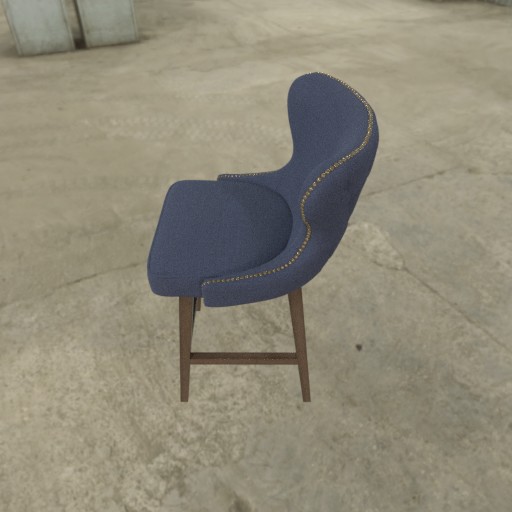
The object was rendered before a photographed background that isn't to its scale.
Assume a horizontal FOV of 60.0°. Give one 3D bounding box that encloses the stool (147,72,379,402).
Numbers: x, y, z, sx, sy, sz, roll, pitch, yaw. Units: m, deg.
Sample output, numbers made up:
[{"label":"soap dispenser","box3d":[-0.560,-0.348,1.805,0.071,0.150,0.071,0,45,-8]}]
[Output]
[{"label":"stool","box3d":[0.000,0.000,1.408,0.597,0.972,0.615,0,41,0]}]
